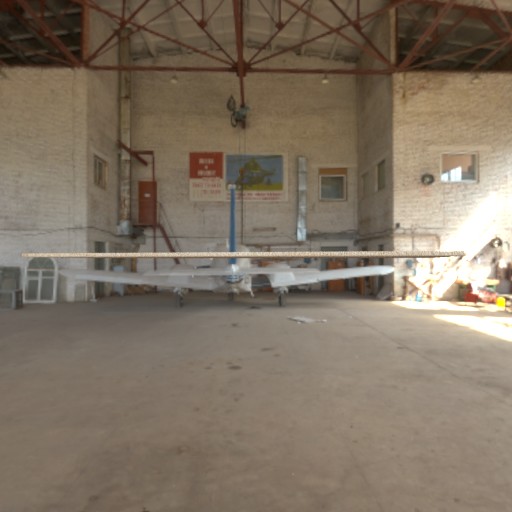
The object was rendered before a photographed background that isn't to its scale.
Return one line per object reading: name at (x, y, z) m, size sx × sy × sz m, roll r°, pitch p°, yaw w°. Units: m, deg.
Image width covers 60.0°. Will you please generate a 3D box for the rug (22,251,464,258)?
rug at (0.000, 0.000, 3.383) m, size 2.699 × 0.025 × 1.800 m, roll 0°, pitch -1°, yaw 19°
